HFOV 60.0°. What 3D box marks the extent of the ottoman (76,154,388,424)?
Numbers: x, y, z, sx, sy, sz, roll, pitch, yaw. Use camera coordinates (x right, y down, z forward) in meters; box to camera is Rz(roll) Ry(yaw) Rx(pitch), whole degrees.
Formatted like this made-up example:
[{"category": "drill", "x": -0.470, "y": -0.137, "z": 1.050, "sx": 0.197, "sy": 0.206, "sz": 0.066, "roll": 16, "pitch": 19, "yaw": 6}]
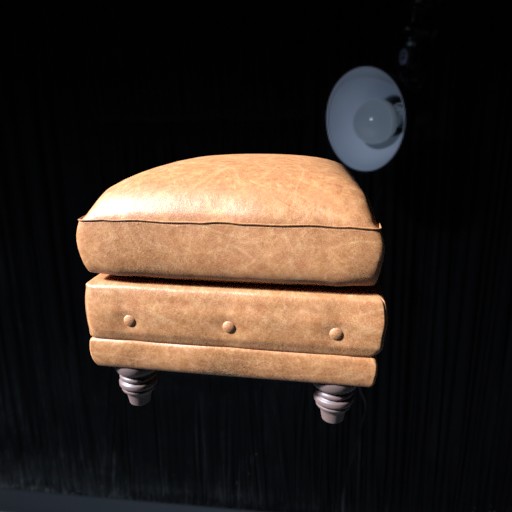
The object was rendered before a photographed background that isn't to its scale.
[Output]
[{"category": "ottoman", "x": 0.000, "y": 0.000, "z": 1.079, "sx": 0.533, "sy": 0.480, "sz": 0.710, "roll": 2, "pitch": 16, "yaw": 8}]
